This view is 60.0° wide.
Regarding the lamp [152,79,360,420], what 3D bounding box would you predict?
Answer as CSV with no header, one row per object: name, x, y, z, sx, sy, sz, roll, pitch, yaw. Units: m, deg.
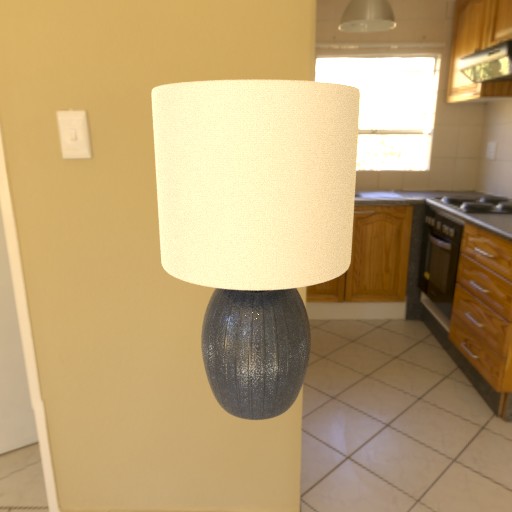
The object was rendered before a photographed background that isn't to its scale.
lamp,0.000,0.000,0.785,0.329,0.570,0.329,-2,16,-8
